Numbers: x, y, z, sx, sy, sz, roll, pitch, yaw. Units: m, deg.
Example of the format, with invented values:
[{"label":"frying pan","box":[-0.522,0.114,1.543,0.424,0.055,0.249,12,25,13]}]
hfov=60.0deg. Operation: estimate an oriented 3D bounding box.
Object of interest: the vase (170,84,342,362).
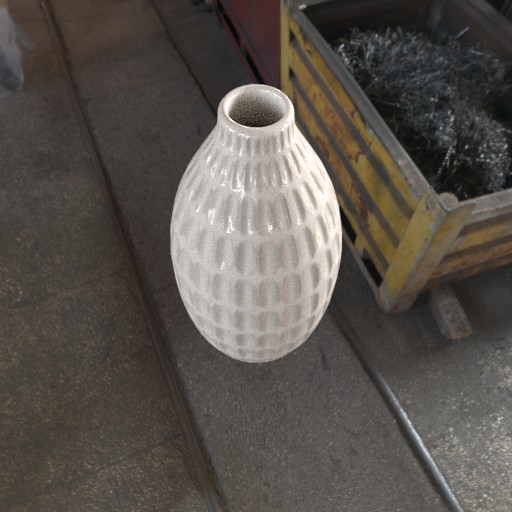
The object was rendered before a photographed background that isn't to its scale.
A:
[{"label":"vase","box":[0.000,0.000,0.342,0.127,0.282,0.127,0,58,0]}]
